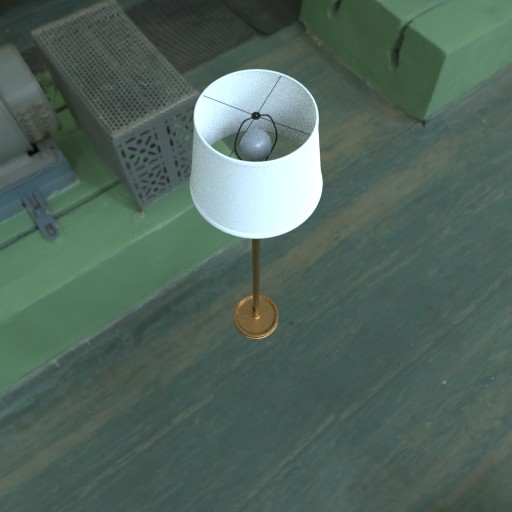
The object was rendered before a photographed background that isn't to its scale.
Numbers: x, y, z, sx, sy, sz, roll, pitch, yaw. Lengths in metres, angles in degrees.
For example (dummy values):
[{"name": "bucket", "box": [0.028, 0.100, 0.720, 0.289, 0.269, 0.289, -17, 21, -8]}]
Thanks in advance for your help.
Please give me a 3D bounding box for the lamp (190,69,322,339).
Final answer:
[{"name": "lamp", "box": [0.000, 0.000, 0.805, 0.178, 0.710, 0.178, 0, 64, 0]}]
